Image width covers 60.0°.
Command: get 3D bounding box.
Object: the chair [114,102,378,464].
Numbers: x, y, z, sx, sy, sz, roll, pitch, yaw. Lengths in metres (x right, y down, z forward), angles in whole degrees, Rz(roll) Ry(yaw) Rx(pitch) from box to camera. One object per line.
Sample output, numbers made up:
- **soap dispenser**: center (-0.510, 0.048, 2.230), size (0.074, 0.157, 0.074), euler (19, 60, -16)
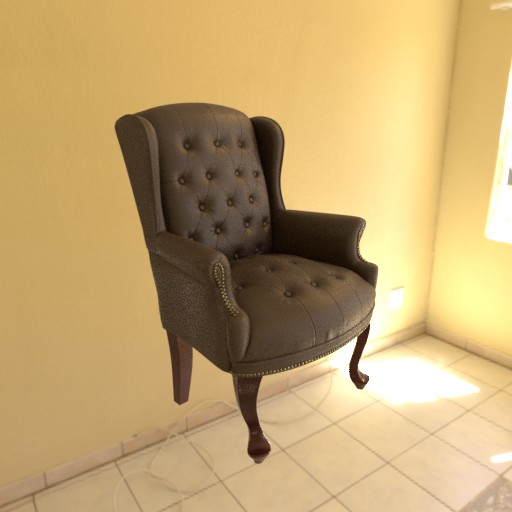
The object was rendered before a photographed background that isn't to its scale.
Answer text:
- **chair**: center (0.000, 0.000, 1.691), size (0.829, 1.132, 0.819), euler (-15, 22, -43)
